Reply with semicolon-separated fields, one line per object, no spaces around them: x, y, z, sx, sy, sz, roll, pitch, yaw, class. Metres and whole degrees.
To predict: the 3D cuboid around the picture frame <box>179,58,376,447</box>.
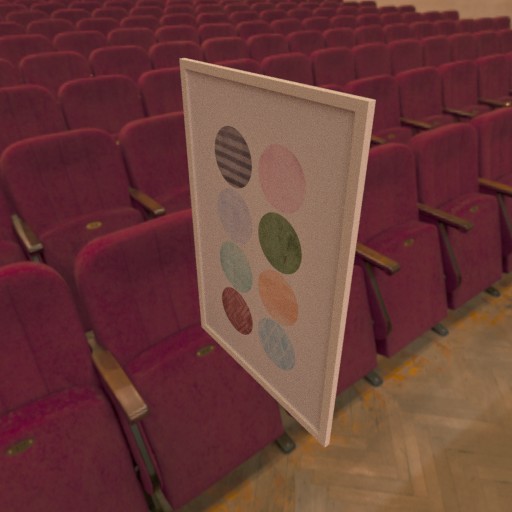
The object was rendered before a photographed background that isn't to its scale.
0.000;0.000;0.857;0.013;0.657;0.457;-22;38;-31;picture frame
